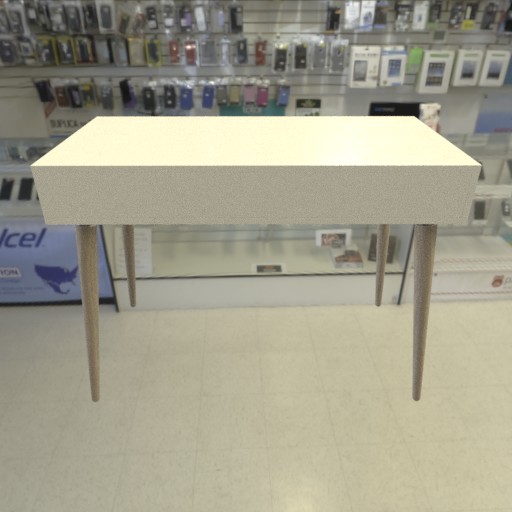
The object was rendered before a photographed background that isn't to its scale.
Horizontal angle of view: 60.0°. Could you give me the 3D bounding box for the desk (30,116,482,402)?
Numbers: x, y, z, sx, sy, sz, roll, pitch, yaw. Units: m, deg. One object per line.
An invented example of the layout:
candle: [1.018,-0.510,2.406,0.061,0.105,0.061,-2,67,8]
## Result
desk: [0.000,0.000,1.344,0.979,0.723,0.491,0,30,0]
